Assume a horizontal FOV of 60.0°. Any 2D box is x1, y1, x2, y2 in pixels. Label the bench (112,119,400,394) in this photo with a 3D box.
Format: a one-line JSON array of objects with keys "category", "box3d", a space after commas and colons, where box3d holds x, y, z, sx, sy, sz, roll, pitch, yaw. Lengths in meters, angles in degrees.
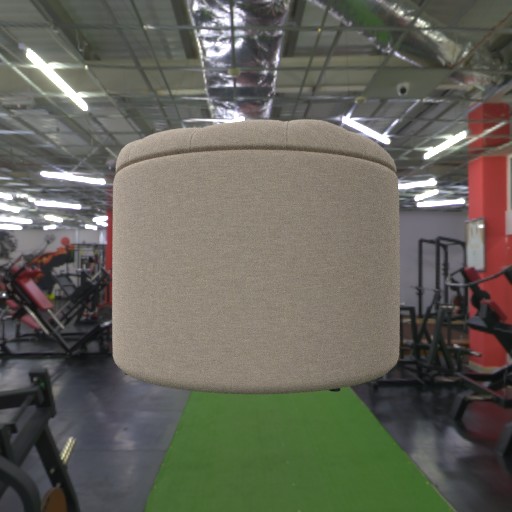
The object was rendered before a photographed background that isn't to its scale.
[{"category": "bench", "box3d": [0.000, 0.000, 0.974, 0.600, 0.454, 0.600, 0, -1, 0]}]
